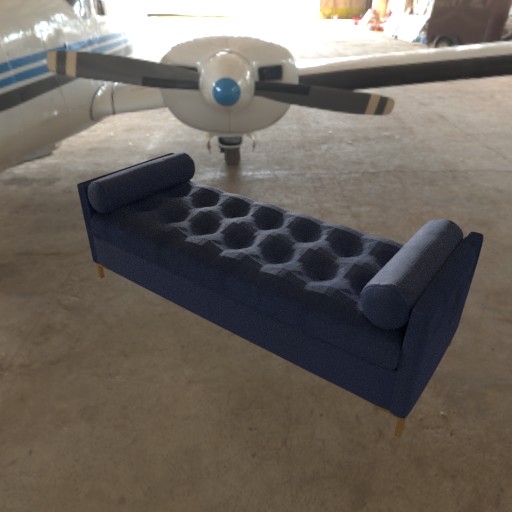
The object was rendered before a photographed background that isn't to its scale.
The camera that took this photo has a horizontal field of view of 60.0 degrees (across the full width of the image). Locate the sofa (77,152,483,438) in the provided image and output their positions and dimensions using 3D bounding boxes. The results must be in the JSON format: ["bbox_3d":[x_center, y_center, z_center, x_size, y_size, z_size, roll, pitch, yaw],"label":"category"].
[{"bbox_3d":[0.000,0.000,2.471,2.102,0.705,0.796,21,36,31],"label":"sofa"}]
